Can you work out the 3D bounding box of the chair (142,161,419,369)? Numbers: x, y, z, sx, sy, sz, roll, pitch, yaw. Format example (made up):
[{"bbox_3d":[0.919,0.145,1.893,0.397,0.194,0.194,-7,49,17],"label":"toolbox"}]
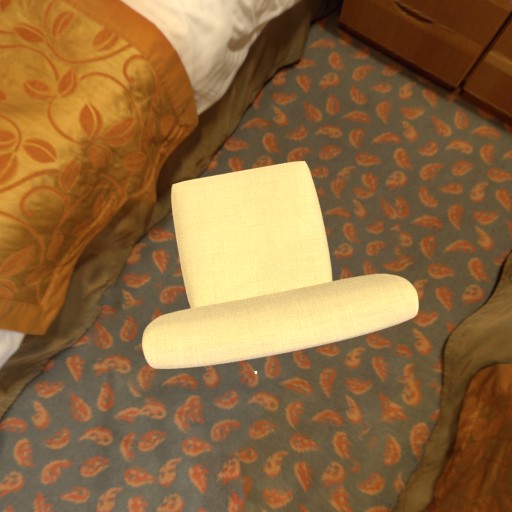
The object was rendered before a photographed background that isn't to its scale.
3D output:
[{"bbox_3d":[0.000,0.000,1.290,0.509,0.921,0.597,-11,76,-3],"label":"chair"}]
